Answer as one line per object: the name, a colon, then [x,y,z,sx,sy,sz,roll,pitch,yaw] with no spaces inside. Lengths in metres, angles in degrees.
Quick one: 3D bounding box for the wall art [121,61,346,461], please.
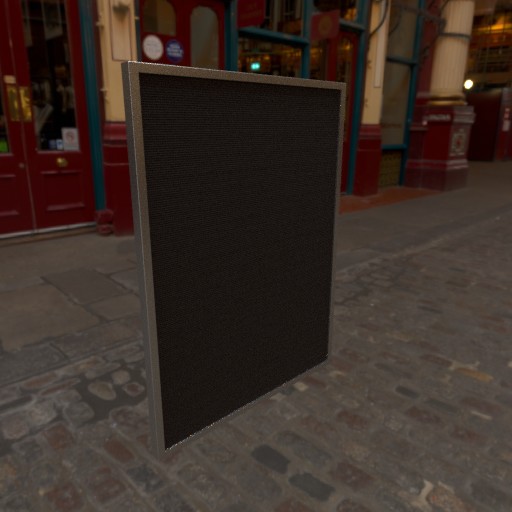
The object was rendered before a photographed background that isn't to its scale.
wall art: [0.000,0.000,1.397,0.801,1.062,0.037,-15,22,-41]
